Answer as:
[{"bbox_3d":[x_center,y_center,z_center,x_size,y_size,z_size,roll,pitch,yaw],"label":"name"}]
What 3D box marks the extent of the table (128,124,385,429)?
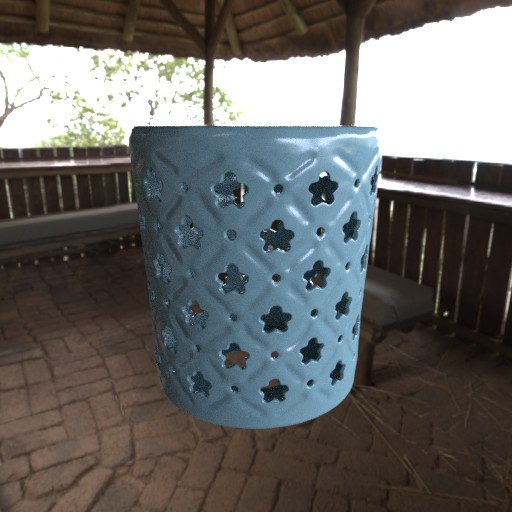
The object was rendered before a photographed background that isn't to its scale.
[{"bbox_3d":[0.000,0.000,0.678,0.352,0.387,0.352,0,16,0],"label":"table"}]
